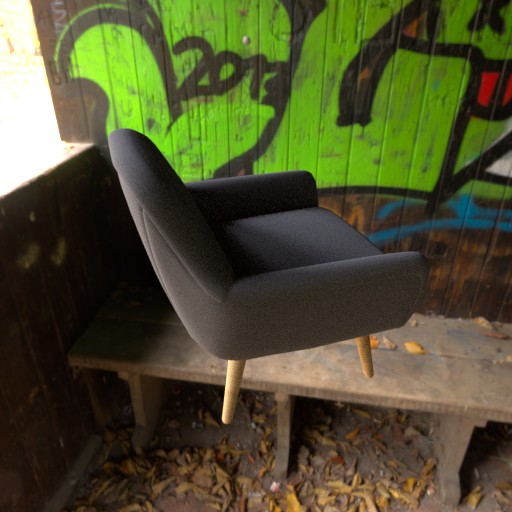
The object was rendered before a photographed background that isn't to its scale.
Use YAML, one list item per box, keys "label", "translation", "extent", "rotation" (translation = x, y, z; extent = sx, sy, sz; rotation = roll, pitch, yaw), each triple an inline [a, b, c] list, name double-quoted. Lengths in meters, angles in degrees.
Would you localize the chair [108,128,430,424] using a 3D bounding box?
- label: "chair"
  translation: [0.000, 0.000, 1.413]
  extent: [0.779, 0.800, 0.770]
  rotation: [-10, 31, -16]
